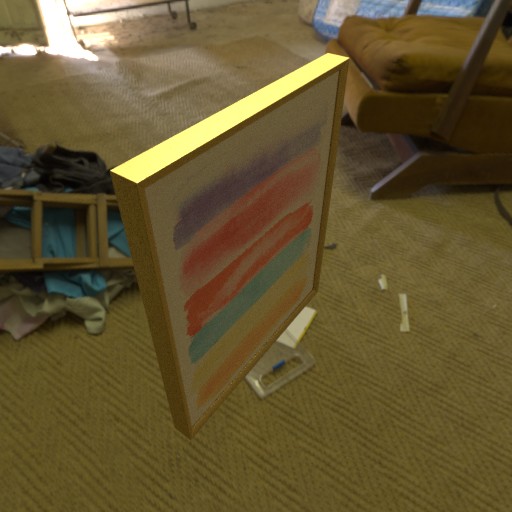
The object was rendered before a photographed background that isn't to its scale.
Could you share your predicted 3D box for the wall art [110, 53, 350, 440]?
[{"bbox_3d":[0.000,0.000,0.901,0.048,0.642,0.537,26,48,26],"label":"wall art"}]
